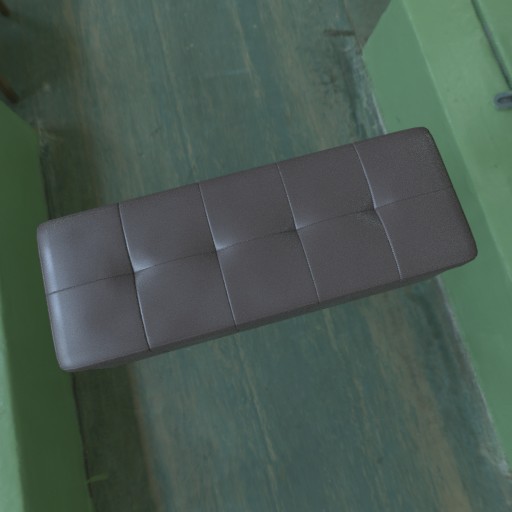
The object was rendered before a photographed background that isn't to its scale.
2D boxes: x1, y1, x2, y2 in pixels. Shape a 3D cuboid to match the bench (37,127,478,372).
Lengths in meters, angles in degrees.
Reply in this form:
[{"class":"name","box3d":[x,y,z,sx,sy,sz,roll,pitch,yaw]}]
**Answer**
[{"class":"bench","box3d":[0.000,0.000,1.454,1.219,0.417,0.450,-15,77,-4]}]
